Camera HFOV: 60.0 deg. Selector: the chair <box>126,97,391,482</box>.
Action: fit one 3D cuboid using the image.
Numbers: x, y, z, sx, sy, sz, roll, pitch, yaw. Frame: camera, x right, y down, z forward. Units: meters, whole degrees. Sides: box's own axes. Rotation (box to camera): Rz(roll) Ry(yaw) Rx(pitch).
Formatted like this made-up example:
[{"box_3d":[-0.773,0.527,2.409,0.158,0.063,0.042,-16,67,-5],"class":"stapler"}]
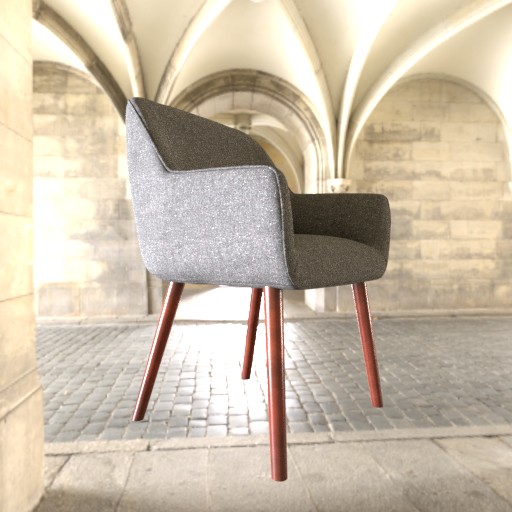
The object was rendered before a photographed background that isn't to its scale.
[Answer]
[{"box_3d":[0.000,0.000,1.134,0.519,0.803,0.543,1,1,37],"class":"chair"}]
